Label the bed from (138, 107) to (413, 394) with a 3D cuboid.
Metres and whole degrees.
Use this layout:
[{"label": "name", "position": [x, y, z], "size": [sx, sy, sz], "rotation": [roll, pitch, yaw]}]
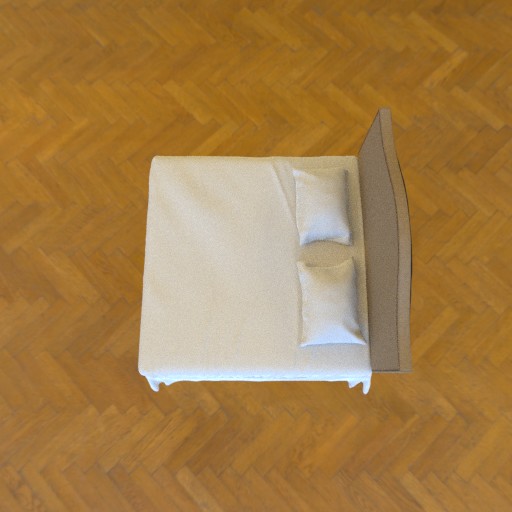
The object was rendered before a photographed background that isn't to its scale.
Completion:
[{"label": "bed", "position": [0.000, 0.000, 3.753], "size": [2.222, 1.651, 2.311], "rotation": [0, 76, 0]}]
